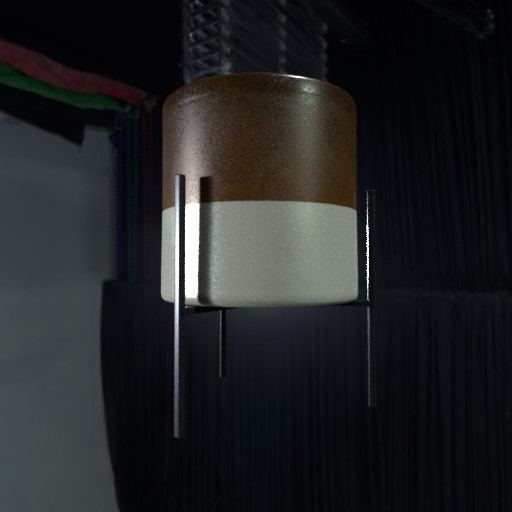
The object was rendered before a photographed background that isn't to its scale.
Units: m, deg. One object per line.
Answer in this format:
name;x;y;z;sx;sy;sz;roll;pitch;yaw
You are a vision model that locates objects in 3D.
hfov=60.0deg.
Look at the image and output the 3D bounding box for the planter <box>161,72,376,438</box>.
planter;0.000;0.000;0.563;0.255;0.375;0.269;-1;-1;35
